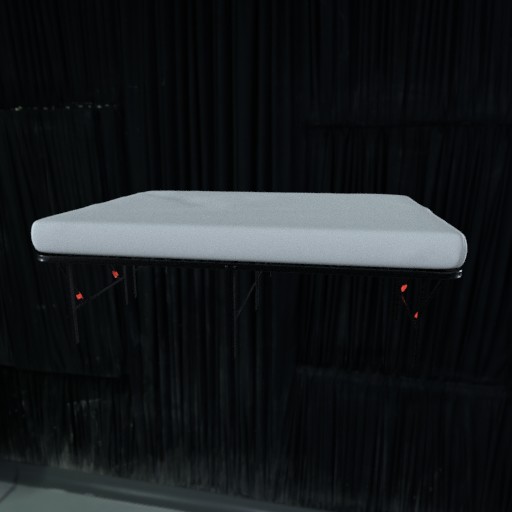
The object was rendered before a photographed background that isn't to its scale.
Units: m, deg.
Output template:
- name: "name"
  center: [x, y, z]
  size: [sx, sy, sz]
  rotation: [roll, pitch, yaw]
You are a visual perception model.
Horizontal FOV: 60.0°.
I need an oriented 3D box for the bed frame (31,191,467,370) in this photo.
- name: "bed frame"
  center: [0.000, 0.000, 2.573]
  size: [1.905, 0.637, 1.372]
  rotation: [2, 14, 9]
